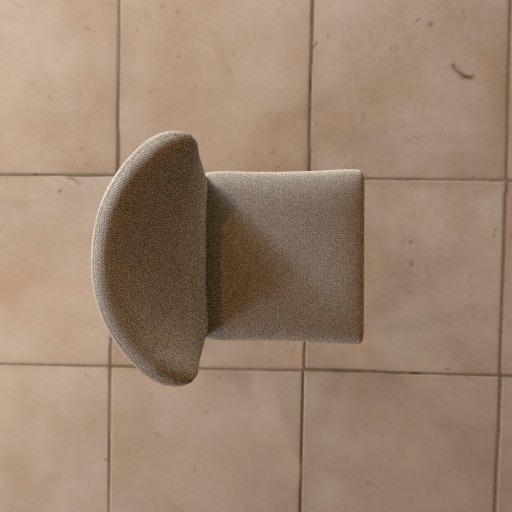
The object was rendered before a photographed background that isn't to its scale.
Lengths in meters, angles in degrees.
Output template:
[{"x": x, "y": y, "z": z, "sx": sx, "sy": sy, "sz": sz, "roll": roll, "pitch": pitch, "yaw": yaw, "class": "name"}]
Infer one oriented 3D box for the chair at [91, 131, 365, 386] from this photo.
[{"x": 0.000, "y": 0.000, "z": 1.208, "sx": 0.589, "sy": 0.839, "sz": 0.491, "roll": 0, "pitch": 91, "yaw": 1, "class": "chair"}]
